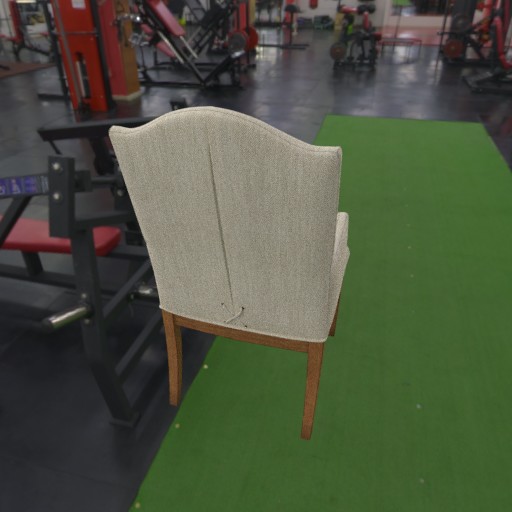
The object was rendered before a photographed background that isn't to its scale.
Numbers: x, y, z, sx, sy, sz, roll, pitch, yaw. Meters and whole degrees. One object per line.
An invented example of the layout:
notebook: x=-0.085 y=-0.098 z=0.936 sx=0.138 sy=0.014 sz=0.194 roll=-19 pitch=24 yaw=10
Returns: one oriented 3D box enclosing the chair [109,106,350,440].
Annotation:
chair: x=0.000 y=0.000 z=1.353 sx=0.533 sy=1.016 sz=0.641 roll=9 pitch=33 yaw=15
